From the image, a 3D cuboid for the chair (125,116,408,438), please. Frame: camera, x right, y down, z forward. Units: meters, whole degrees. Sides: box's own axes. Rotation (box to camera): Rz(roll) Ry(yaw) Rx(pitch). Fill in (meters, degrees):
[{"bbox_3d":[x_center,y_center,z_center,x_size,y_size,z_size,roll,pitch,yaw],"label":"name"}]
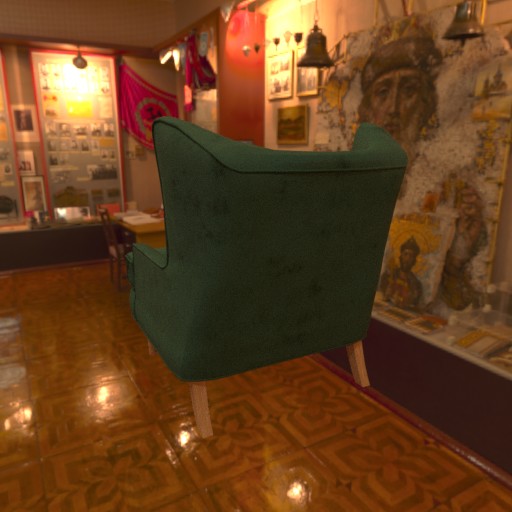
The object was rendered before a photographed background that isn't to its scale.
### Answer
[{"bbox_3d":[0.000,0.000,1.639,0.793,0.952,0.910,-7,16,-27],"label":"chair"}]
